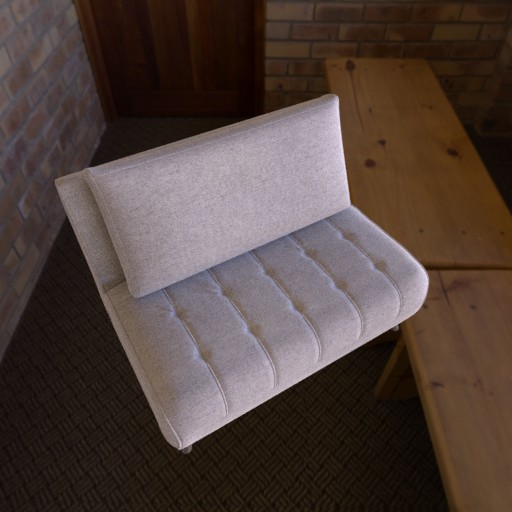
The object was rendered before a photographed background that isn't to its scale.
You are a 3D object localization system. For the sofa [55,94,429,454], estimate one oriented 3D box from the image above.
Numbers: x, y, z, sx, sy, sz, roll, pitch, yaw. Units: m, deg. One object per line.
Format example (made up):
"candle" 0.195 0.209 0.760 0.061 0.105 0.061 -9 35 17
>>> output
"sofa" 0.000 0.000 1.821 1.220 0.910 0.910 -24 51 -21
